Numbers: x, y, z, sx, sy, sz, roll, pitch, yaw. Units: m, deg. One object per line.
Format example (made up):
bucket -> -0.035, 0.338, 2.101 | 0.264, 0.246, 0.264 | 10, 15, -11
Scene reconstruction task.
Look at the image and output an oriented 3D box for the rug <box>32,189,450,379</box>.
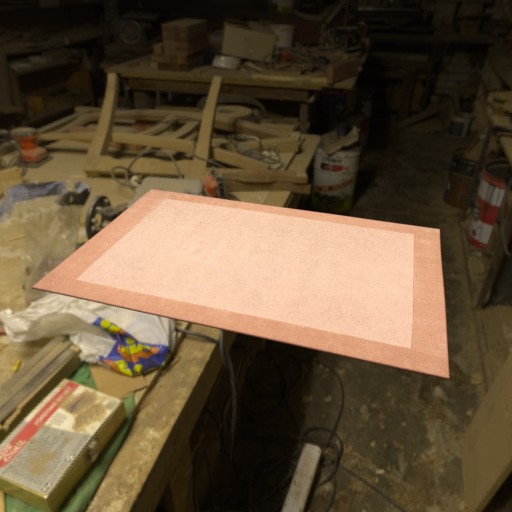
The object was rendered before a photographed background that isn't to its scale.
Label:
rug -> 0.000, 0.000, 3.048 | 2.438, 0.014, 1.524 | 10, 34, 14
